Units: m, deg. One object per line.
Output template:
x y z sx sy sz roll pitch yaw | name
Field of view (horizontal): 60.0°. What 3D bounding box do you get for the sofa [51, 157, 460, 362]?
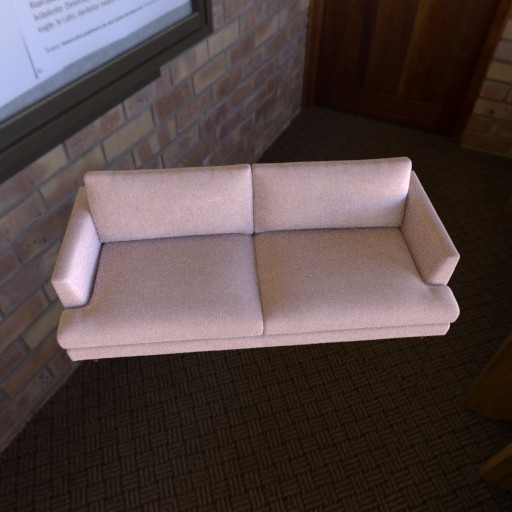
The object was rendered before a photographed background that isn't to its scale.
0.000 0.000 2.767 2.250 0.868 1.020 -3 47 -3 | sofa
